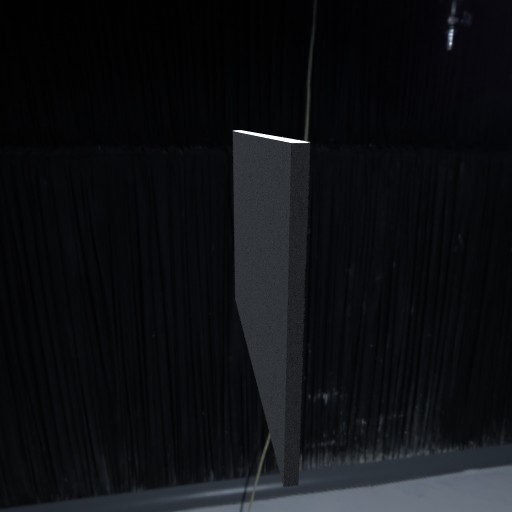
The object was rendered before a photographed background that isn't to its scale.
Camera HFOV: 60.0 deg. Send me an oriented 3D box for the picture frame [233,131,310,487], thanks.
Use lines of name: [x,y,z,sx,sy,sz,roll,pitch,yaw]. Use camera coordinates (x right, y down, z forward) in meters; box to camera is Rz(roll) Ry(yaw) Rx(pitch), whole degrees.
picture frame: [0.000,0.000,1.209,0.029,0.640,0.950,-2,17,-8]
